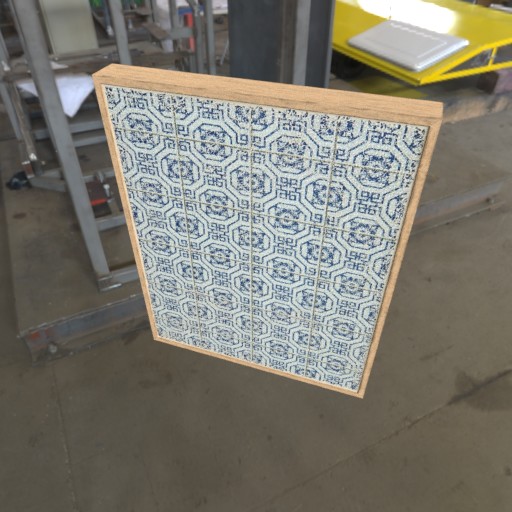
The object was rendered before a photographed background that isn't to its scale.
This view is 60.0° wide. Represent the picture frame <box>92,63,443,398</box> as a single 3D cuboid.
[{"bbox_3d":[0.000,0.000,0.696,0.421,0.526,0.046,12,42,14],"label":"picture frame"}]
